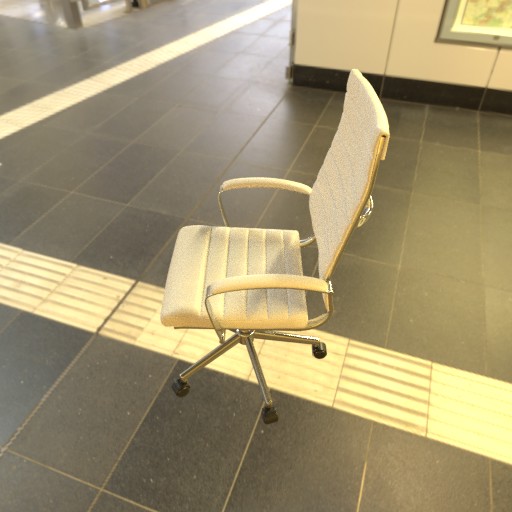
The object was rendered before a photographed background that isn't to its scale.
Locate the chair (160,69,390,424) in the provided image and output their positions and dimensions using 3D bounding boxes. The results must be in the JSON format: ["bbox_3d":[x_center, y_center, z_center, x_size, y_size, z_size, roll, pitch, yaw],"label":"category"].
[{"bbox_3d":[0.000,0.000,1.568,0.679,1.149,0.679,0,41,0],"label":"chair"}]
